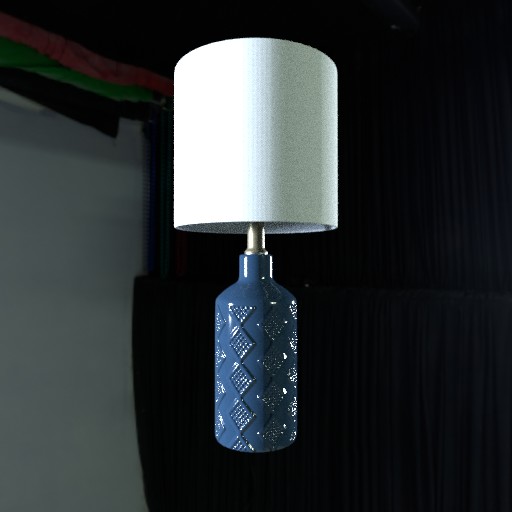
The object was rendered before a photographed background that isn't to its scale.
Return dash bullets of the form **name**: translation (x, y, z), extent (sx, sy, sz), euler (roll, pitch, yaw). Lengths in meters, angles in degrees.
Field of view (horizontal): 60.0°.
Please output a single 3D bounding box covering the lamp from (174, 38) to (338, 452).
- **lamp**: translation (0.000, 0.000, 0.570), extent (0.207, 0.461, 0.207), euler (0, -1, 36)
